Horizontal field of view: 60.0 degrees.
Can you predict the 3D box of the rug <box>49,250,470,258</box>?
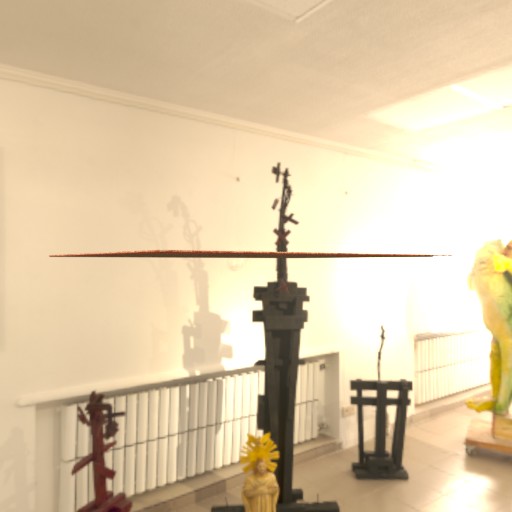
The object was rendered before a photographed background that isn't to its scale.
[{"bbox_3d":[0.000,0.000,4.108,3.050,0.016,2.441,1,-1,-37],"label":"rug"}]
